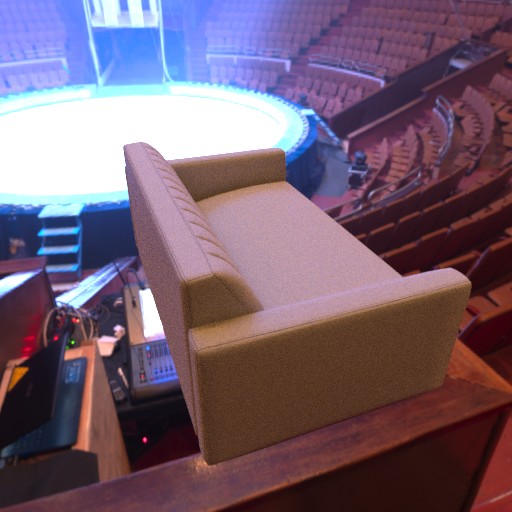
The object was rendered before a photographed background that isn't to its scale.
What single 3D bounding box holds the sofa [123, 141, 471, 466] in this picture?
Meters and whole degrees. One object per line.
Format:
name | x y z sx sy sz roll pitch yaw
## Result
sofa | 0.000 0.000 2.054 0.950 0.801 1.585 -11 33 -18
